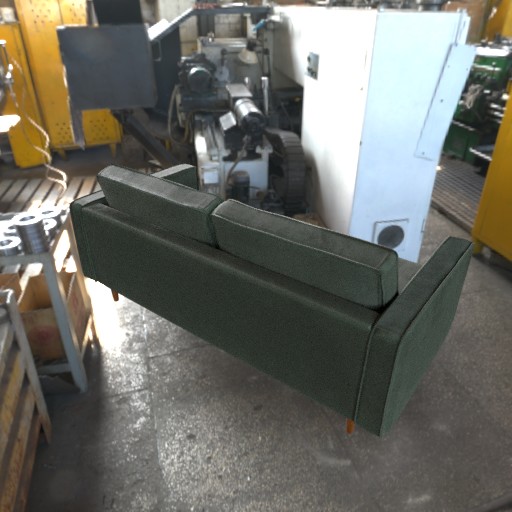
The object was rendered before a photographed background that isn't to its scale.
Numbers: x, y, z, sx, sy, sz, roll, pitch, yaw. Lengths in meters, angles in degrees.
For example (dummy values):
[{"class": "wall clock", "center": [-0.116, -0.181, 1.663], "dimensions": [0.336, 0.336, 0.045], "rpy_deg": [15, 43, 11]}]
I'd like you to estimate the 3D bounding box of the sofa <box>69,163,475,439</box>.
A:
[{"class": "sofa", "center": [0.000, 0.000, 2.215], "dimensions": [1.816, 0.781, 0.886], "rpy_deg": [21, 36, 32]}]
